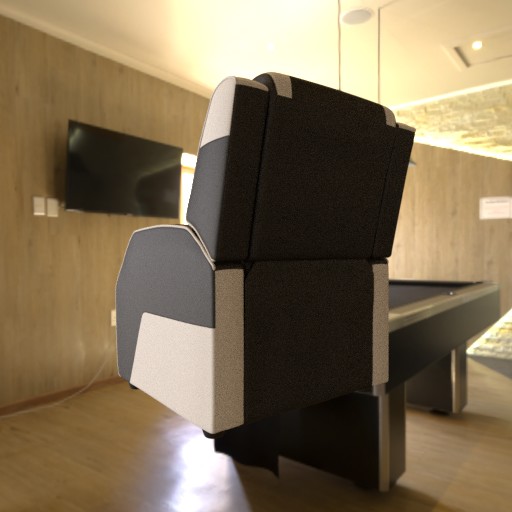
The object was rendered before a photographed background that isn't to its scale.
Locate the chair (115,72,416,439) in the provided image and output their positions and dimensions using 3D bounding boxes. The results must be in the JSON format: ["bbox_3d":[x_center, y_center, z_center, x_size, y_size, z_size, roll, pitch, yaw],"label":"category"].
[{"bbox_3d":[0.000,0.000,1.305,0.620,0.805,0.672,-1,1,-37],"label":"chair"}]
